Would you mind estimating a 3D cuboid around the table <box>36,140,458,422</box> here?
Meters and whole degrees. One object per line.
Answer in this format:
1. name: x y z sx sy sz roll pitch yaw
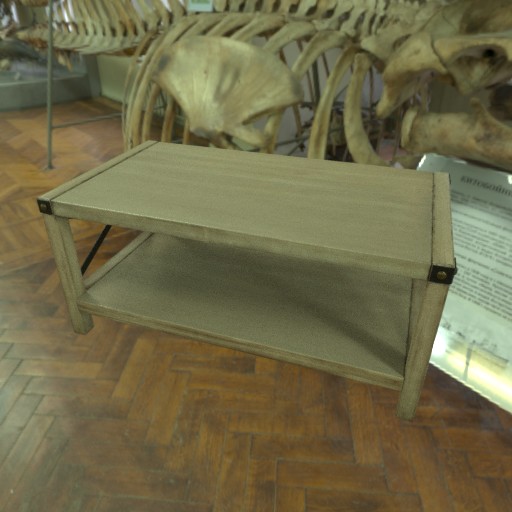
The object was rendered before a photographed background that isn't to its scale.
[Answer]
1. table: 0.000 0.000 1.325 1.016 0.456 0.559 10 32 17
